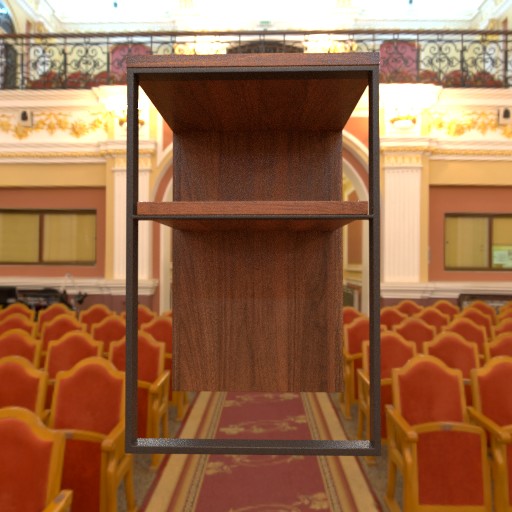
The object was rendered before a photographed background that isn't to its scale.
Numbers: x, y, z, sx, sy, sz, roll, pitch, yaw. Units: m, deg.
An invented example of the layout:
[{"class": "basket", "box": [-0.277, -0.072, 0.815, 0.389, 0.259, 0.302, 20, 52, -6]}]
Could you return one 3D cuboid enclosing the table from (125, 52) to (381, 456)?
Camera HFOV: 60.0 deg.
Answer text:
[{"class": "table", "box": [0.000, 0.000, 1.536, 0.660, 1.041, 0.786, 0, -1, 1]}]
